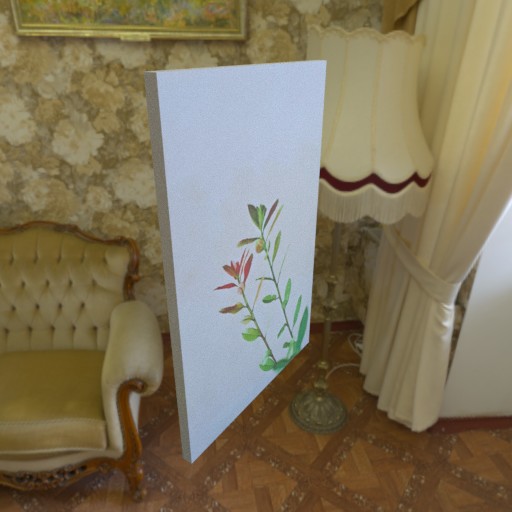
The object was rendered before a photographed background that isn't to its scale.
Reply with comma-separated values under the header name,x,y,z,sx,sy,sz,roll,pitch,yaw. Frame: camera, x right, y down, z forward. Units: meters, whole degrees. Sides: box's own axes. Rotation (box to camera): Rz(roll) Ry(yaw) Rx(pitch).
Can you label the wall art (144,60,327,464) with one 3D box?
name,x,y,z,sx,sy,sz,roll,pitch,yaw
wall art,0.000,0.000,1.440,0.038,1.143,0.764,17,31,31
